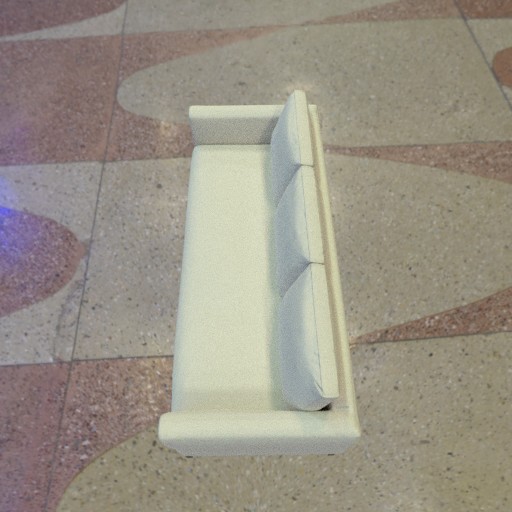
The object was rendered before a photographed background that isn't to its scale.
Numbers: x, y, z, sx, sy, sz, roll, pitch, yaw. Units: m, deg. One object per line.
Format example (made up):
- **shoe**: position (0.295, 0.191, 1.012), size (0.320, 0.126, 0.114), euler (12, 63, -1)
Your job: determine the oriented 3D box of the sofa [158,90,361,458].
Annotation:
- **sofa**: position (0.000, 0.000, 2.695), size (0.902, 0.911, 2.198), euler (-1, 58, 0)
